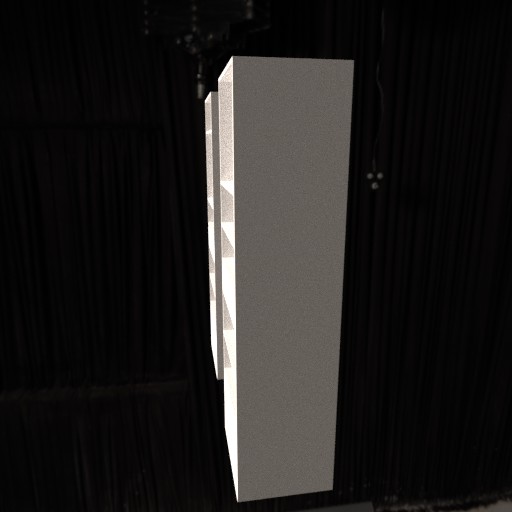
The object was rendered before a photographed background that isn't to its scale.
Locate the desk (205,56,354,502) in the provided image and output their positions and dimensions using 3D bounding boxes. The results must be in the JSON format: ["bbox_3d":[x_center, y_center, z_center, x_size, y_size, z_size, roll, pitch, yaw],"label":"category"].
[{"bbox_3d":[0.000,0.000,2.788,0.480,2.000,1.770,-2,14,-9],"label":"desk"}]
